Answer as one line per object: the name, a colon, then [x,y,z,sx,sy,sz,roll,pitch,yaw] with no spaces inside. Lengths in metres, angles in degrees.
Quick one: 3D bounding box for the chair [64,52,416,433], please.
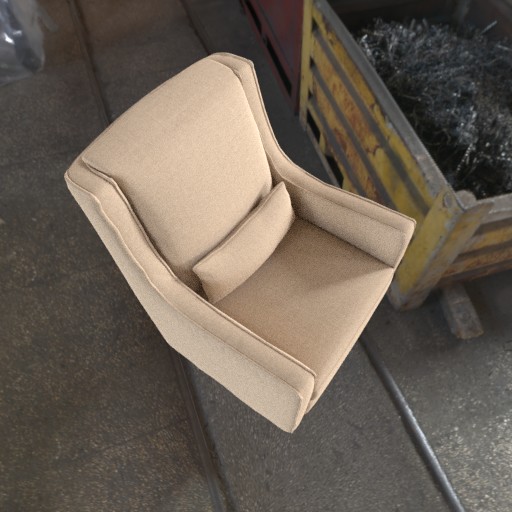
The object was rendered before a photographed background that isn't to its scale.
chair: [0.000,0.000,1.578,0.879,0.993,0.732,32,64,18]
